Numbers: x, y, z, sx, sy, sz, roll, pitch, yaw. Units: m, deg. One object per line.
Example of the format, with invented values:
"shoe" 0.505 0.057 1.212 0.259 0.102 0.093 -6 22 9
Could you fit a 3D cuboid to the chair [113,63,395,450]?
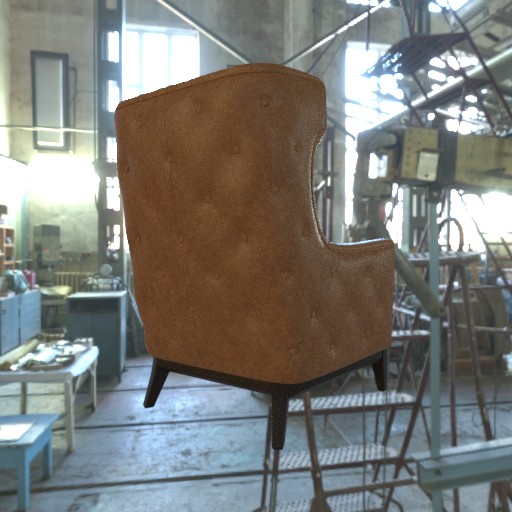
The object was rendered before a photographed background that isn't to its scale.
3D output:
"chair" 0.000 0.000 1.640 0.766 1.079 0.899 1 1 36
